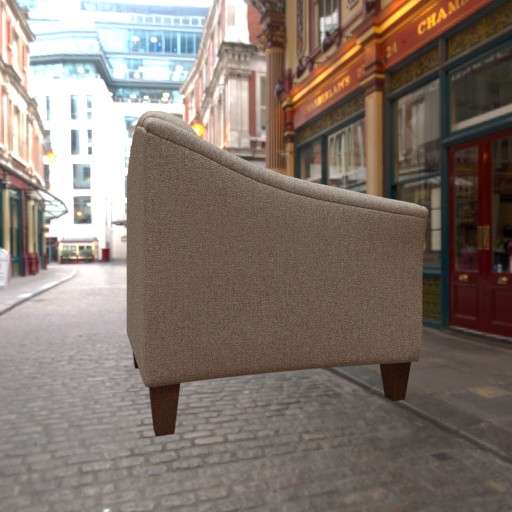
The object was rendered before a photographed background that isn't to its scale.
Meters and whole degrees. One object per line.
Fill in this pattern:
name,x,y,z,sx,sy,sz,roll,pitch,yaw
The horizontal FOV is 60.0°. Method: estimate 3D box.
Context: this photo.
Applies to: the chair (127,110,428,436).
chair,0.000,0.000,1.462,0.787,0.839,0.763,0,0,-19
